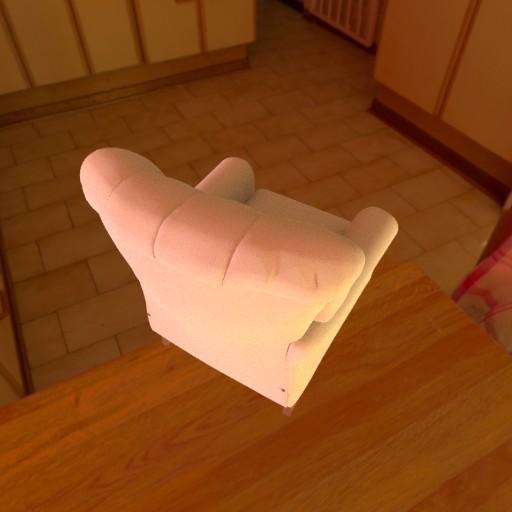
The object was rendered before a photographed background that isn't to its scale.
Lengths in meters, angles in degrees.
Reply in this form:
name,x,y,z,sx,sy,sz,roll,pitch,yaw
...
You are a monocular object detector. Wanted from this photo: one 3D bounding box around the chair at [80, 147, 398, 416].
name,x,y,z,sx,sy,sz,roll,pitch,yaw
chair,0.000,0.000,2.055,1.090,1.217,1.128,24,51,21
